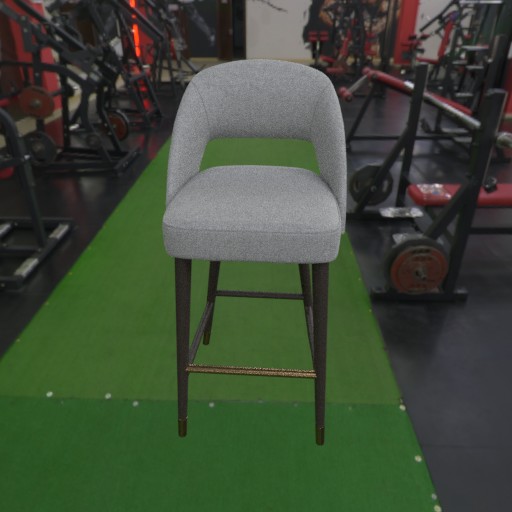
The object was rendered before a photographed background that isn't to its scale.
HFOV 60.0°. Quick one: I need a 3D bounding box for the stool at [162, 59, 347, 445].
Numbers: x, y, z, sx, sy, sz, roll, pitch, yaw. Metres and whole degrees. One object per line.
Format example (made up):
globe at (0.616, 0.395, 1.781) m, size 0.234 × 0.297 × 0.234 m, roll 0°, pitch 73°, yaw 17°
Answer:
stool at (0.000, 0.000, 1.332) m, size 0.494 × 1.037 × 0.509 m, roll 2°, pitch 30°, yaw 3°
